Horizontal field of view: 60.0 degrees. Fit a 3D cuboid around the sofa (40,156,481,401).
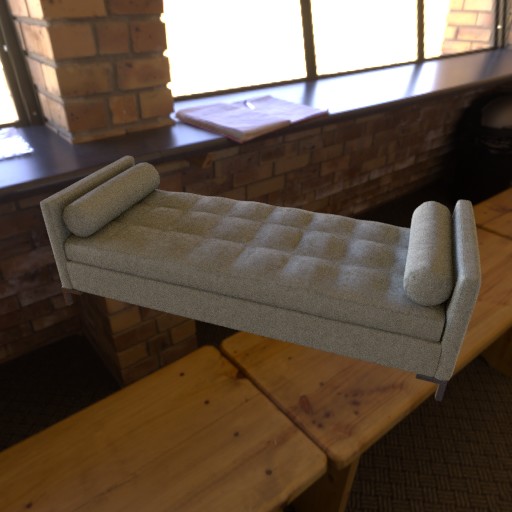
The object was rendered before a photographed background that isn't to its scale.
[{"bbox_3d":[0.000,0.000,2.429,2.102,0.657,0.797,11,33,17],"label":"sofa"}]
